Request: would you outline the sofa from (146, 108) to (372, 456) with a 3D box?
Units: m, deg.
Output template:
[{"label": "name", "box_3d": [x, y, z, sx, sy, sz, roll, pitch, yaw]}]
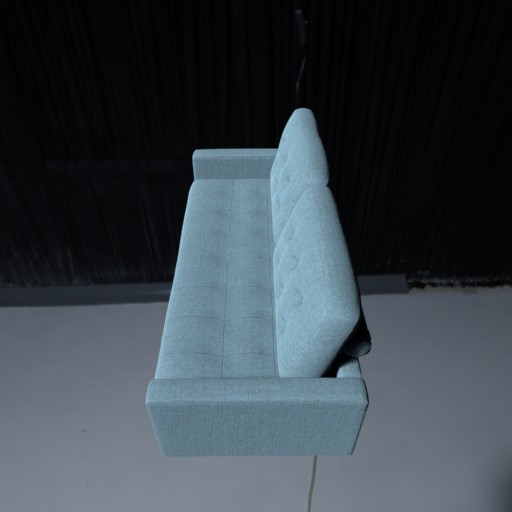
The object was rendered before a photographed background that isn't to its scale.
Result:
[{"label": "sofa", "box_3d": [0.000, 0.000, 2.574, 0.966, 1.050, 2.010, 0, 42, 0]}]
